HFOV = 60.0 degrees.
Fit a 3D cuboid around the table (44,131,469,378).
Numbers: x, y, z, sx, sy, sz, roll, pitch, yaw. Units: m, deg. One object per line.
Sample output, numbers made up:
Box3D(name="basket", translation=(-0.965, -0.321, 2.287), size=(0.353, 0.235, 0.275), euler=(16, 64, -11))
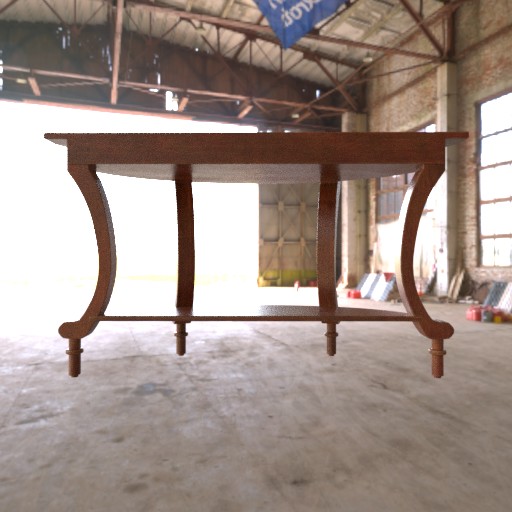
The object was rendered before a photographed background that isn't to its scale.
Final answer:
Box3D(name="table", translation=(0.000, 0.000, 1.446), size=(1.198, 0.699, 0.394), euler=(0, 0, 0))
